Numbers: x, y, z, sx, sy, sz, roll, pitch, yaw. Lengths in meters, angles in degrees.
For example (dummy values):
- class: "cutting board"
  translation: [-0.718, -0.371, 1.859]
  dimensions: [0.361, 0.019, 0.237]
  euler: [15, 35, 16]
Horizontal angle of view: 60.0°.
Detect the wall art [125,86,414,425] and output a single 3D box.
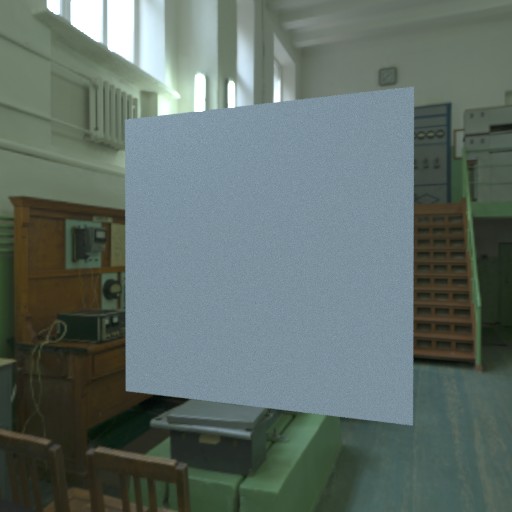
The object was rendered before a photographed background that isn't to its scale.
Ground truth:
- class: "wall art"
  translation: [0.000, 0.000, 0.835]
  dimensions: [0.559, 0.559, 0.028]
  euler: [0, 1, 19]
